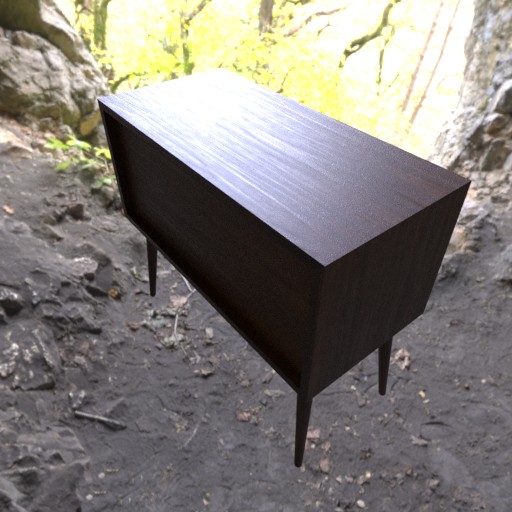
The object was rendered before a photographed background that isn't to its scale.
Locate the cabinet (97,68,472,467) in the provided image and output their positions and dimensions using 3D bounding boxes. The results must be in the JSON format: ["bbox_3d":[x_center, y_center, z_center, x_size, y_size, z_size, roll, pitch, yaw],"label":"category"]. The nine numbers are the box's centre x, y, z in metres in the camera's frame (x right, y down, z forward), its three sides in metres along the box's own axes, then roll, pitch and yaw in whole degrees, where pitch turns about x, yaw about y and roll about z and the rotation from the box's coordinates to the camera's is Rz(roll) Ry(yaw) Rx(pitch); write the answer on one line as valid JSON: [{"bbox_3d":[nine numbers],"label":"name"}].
[{"bbox_3d":[0.000,0.000,1.107,0.354,0.654,0.743,-27,48,-28],"label":"cabinet"}]
